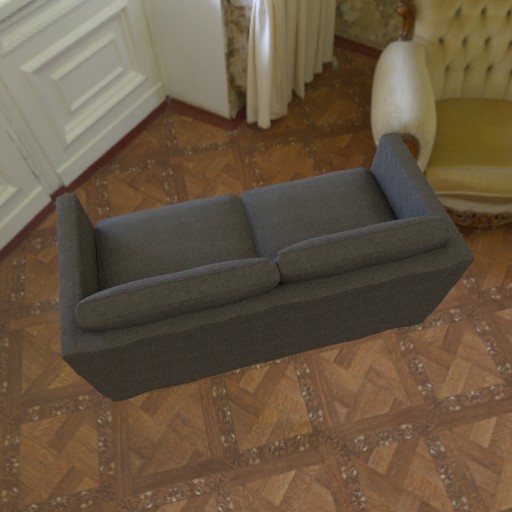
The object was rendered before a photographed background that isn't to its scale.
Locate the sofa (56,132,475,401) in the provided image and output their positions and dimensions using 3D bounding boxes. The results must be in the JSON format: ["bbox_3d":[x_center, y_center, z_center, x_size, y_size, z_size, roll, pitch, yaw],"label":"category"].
[{"bbox_3d":[0.000,0.000,2.479,1.982,0.855,0.953,-13,59,-8],"label":"sofa"}]
